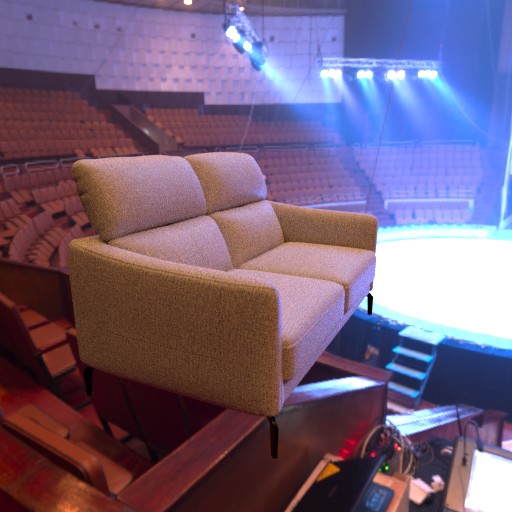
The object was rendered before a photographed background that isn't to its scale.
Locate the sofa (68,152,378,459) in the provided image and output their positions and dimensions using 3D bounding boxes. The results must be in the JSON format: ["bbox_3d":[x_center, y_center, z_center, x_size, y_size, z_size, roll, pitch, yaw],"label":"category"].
[{"bbox_3d":[0.000,0.000,2.122,0.905,0.950,1.540,7,16,26],"label":"sofa"}]
